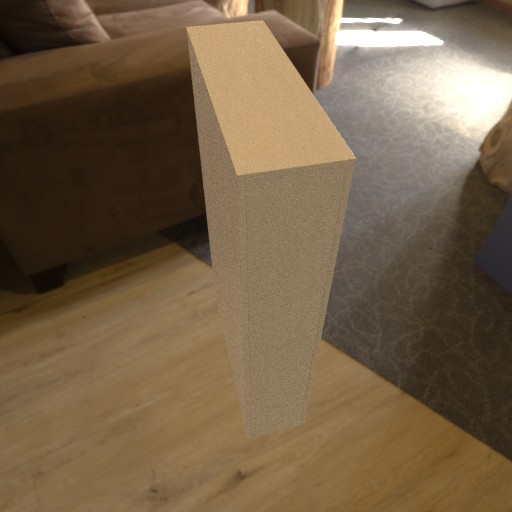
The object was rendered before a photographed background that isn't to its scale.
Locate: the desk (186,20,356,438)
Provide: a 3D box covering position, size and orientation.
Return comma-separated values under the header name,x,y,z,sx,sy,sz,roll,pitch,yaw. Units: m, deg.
name,x,y,z,sx,sy,sz,roll,pitch,yaw
desk,0.000,0.000,1.559,0.250,1.280,0.750,-10,48,-9
